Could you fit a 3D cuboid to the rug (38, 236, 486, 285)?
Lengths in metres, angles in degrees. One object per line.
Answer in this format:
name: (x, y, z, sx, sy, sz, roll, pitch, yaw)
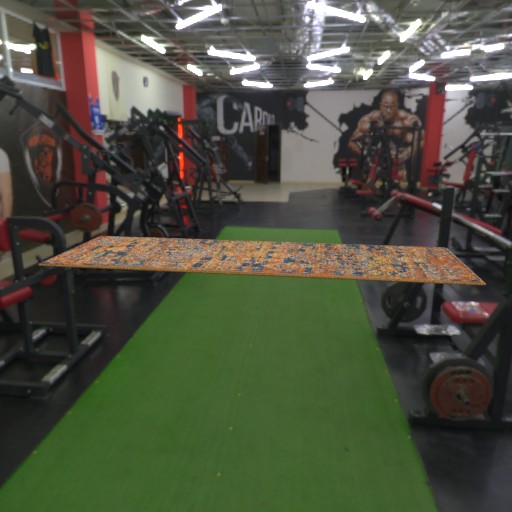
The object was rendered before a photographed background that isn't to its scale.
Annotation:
rug: (0.000, 0.000, 2.045, 1.820, 0.013, 0.556, 2, 15, 8)
